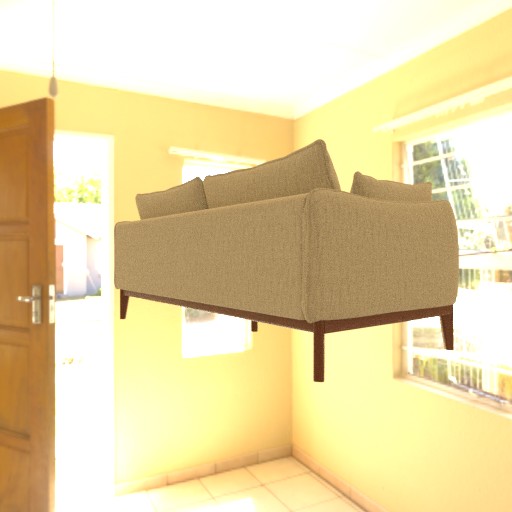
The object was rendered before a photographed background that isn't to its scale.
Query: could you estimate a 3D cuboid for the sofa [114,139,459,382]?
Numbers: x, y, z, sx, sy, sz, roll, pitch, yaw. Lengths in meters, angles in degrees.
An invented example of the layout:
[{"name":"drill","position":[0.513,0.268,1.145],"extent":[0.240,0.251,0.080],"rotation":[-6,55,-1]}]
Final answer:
[{"name":"sofa","position":[0.000,0.000,2.540],"extent":[0.991,0.860,1.989],"rotation":[0,0,-37]}]
